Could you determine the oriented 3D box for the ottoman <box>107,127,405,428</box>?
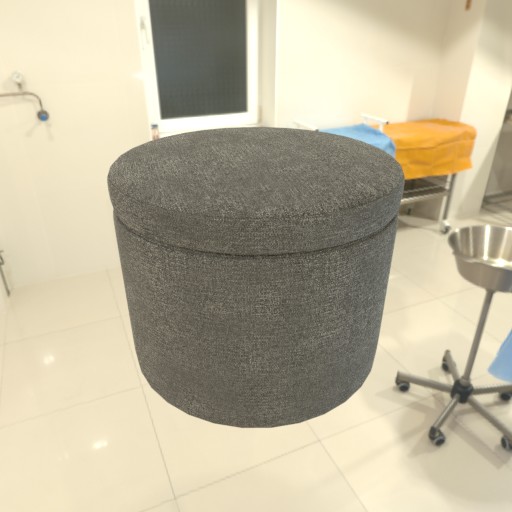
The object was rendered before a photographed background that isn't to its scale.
[{"bbox_3d":[0.000,0.000,0.860,0.500,0.419,0.500,0,29,0],"label":"ottoman"}]
